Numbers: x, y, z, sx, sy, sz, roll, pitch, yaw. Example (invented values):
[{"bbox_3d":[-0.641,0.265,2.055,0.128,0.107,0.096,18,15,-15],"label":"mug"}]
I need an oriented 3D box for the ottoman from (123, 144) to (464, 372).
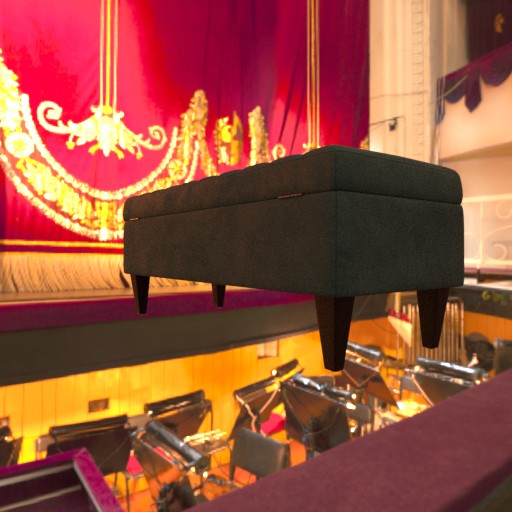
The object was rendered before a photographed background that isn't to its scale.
[{"bbox_3d":[0.000,0.000,1.440,0.482,0.469,1.151,-1,1,-37],"label":"ottoman"}]
